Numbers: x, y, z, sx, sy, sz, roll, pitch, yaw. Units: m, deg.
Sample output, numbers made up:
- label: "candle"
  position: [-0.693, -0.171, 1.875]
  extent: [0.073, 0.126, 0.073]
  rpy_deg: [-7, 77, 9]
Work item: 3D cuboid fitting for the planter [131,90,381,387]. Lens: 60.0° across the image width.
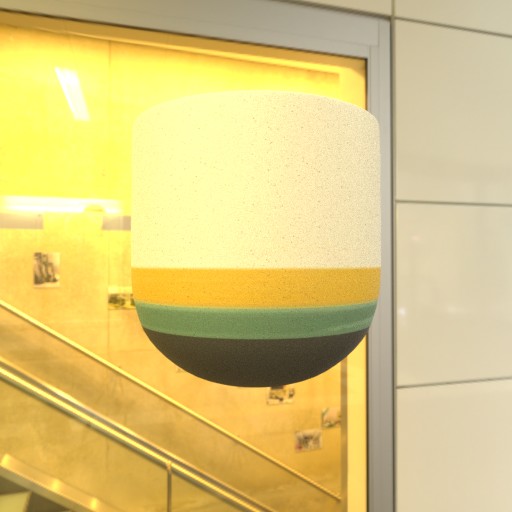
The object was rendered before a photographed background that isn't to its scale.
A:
- label: "planter"
  position: [0.000, 0.000, 0.494]
  extent: [0.268, 0.270, 0.268]
  rpy_deg: [0, -1, 0]
